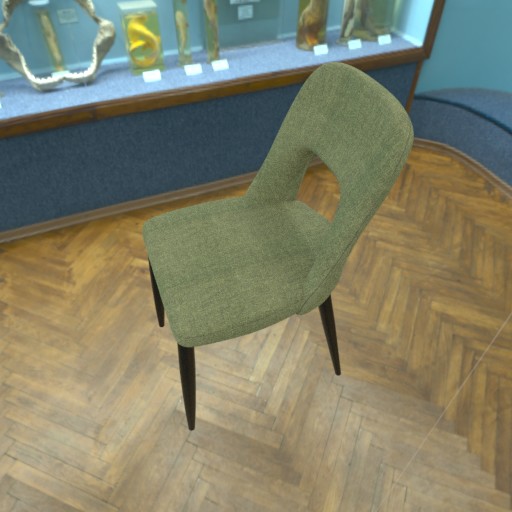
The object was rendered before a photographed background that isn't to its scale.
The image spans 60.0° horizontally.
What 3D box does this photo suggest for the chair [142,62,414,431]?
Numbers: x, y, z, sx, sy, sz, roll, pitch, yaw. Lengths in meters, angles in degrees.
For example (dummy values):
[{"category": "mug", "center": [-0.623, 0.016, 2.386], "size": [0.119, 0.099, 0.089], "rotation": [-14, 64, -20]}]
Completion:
[{"category": "chair", "center": [0.000, 0.000, 1.263], "size": [0.612, 0.931, 0.470], "rotation": [-16, 48, -15]}]
